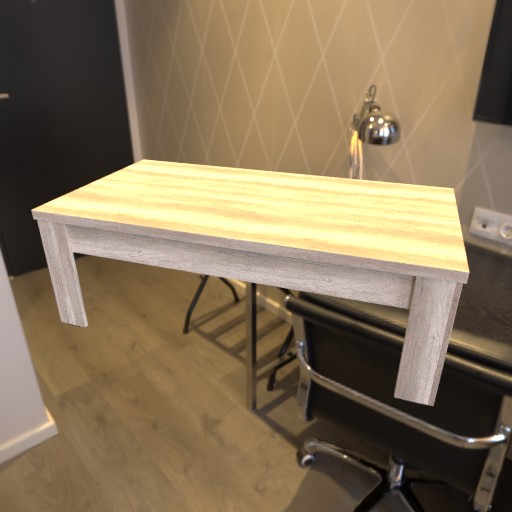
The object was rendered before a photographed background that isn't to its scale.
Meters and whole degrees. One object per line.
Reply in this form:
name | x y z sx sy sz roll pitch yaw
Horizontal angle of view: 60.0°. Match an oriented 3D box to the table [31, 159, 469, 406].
table | 0.000 0.000 1.688 1.350 0.460 0.700 9 28 17
